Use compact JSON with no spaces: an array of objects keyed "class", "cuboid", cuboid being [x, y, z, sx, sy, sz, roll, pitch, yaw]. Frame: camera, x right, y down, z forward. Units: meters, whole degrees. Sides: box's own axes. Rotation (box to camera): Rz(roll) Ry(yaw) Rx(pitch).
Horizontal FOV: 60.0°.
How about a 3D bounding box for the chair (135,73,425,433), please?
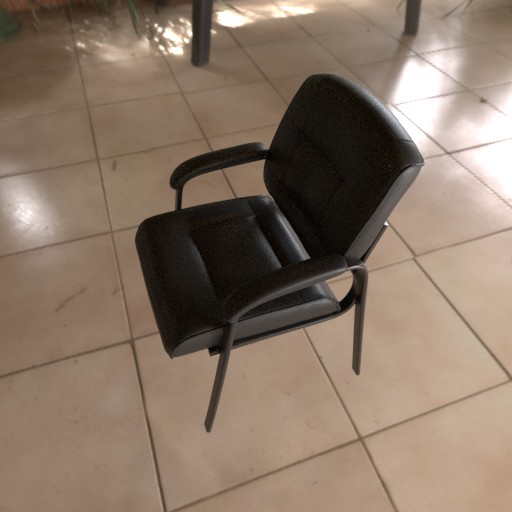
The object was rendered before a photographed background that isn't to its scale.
[{"class":"chair","cuboid":[0.000,0.000,1.335,0.668,0.910,0.591,-16,49,-14]}]
